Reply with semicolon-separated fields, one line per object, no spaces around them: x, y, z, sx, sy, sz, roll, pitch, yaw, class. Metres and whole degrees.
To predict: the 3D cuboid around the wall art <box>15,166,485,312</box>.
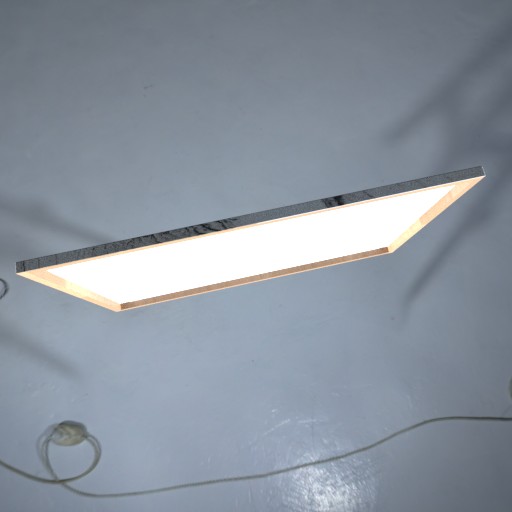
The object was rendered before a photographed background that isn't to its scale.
0.000;0.000;1.140;0.914;0.607;0.023;-12;77;-3;wall art
